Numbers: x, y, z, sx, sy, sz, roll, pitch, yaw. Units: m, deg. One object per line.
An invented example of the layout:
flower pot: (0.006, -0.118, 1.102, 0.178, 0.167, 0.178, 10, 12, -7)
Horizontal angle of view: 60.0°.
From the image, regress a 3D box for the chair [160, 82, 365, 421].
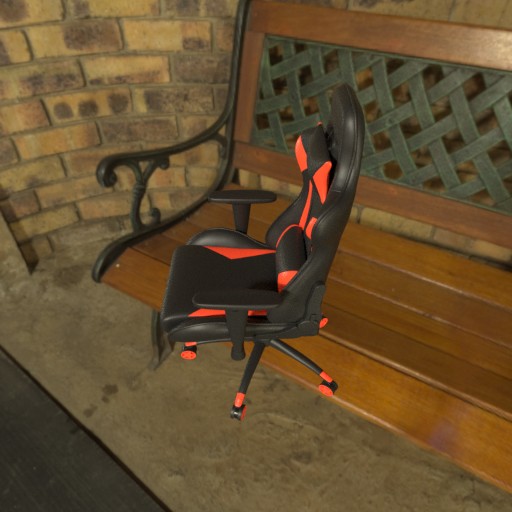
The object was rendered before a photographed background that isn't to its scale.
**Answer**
chair: (0.000, 0.000, 1.707, 0.730, 1.282, 0.695, 0, 42, 0)
